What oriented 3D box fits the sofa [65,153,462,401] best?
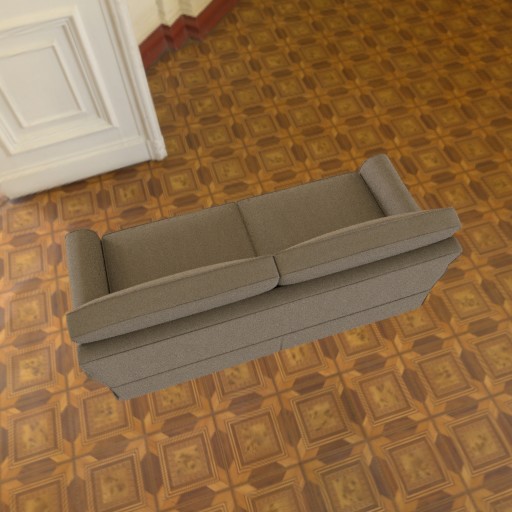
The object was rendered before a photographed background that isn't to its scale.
[{"bbox_3d":[0.000,0.000,2.785,2.248,0.943,0.991,-15,60,-9],"label":"sofa"}]
